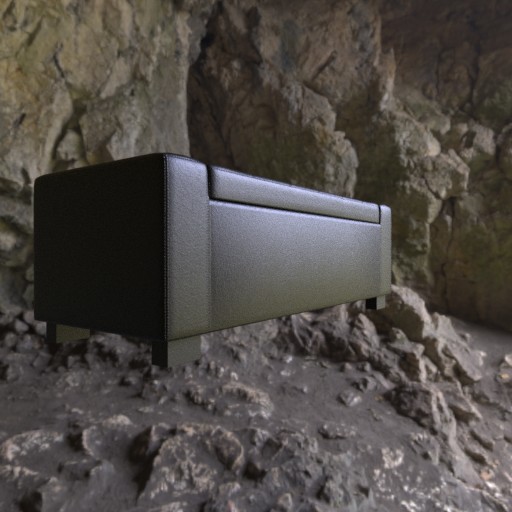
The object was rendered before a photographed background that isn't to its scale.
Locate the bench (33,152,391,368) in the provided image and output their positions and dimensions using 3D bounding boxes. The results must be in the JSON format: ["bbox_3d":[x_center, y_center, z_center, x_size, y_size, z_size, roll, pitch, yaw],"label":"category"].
[{"bbox_3d":[0.000,0.000,1.528,0.508,0.445,1.296,0,0,36],"label":"bench"}]
